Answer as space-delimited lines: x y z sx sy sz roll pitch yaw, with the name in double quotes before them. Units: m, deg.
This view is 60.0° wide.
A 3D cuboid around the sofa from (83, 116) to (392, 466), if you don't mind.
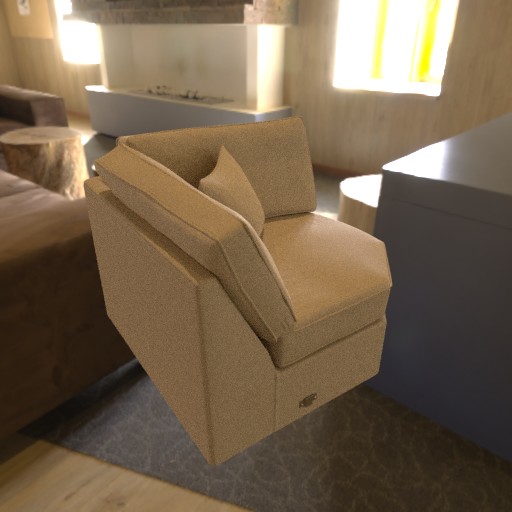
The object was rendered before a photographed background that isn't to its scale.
"sofa" 0.000 0.000 1.839 1.042 0.937 1.050 -17 32 -29
